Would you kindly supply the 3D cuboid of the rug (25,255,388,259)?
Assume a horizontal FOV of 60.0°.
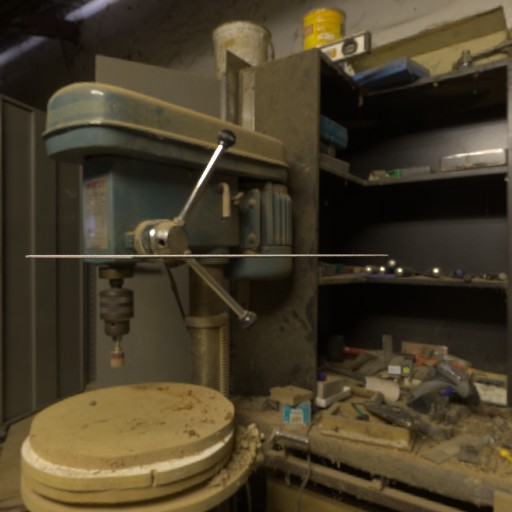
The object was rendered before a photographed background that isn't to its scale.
[{"bbox_3d":[0.000,0.000,2.734,0.769,0.012,2.448,0,0,37],"label":"rug"}]
